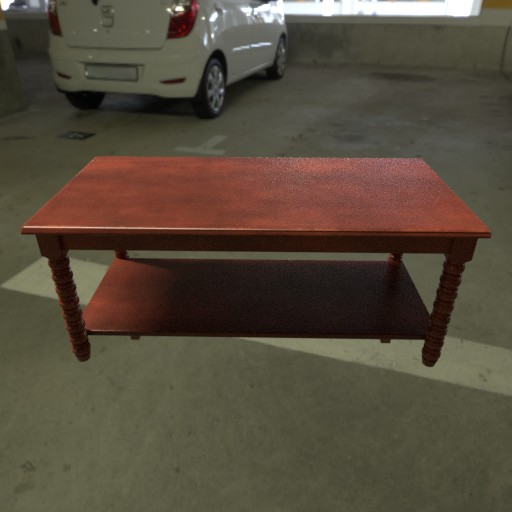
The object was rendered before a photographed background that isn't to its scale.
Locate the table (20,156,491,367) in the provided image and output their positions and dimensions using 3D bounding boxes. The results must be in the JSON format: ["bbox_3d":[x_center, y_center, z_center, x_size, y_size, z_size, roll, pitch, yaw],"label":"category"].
[{"bbox_3d":[0.000,0.000,1.459,1.171,0.485,0.580,1,30,1],"label":"table"}]
